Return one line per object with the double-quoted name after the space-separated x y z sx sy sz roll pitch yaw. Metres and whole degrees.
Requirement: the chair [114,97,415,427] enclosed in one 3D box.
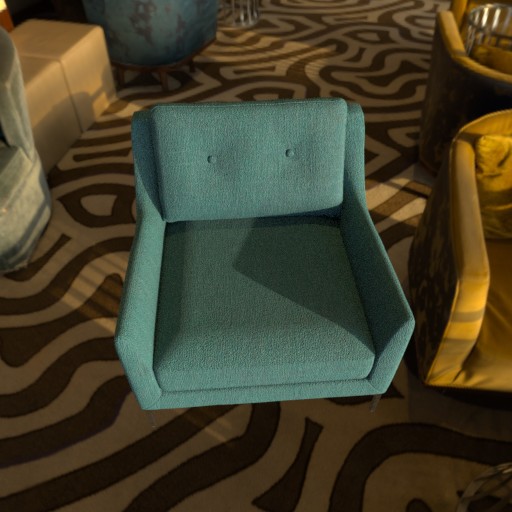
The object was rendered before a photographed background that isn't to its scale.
0.000 0.000 1.551 0.847 0.828 0.849 -3 46 -3 "chair"
